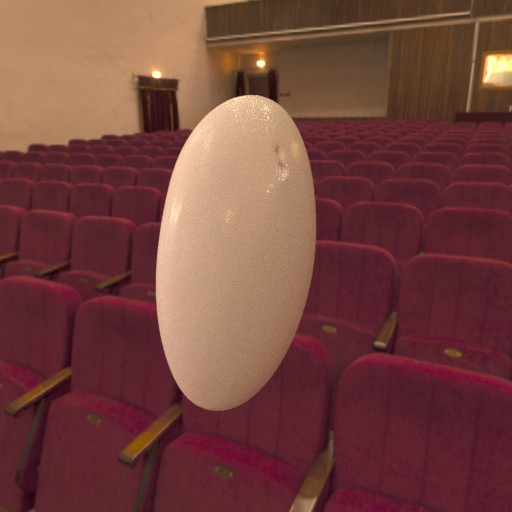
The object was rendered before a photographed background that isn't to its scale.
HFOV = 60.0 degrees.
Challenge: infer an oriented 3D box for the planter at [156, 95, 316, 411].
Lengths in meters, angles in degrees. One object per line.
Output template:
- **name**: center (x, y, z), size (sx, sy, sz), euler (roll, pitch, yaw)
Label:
- **planter**: center (0.000, 0.000, 0.275), size (0.043, 0.188, 0.185), euler (8, 19, 26)
